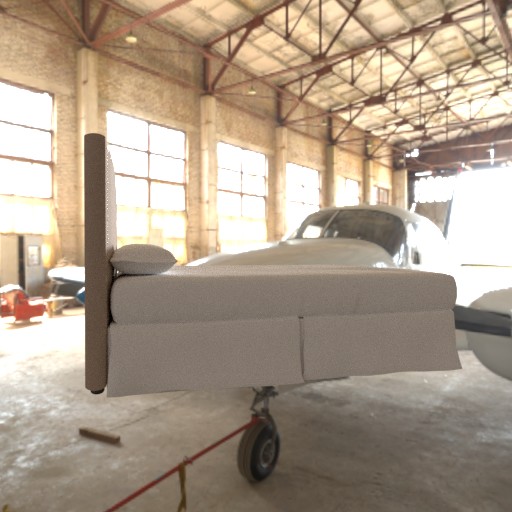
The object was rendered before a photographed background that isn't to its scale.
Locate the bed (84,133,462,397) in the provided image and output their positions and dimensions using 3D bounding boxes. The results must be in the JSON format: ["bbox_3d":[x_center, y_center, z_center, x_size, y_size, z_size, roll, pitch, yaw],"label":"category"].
[{"bbox_3d":[0.000,0.000,3.355,2.282,1.436,1.821,0,1,-16],"label":"bed"}]
